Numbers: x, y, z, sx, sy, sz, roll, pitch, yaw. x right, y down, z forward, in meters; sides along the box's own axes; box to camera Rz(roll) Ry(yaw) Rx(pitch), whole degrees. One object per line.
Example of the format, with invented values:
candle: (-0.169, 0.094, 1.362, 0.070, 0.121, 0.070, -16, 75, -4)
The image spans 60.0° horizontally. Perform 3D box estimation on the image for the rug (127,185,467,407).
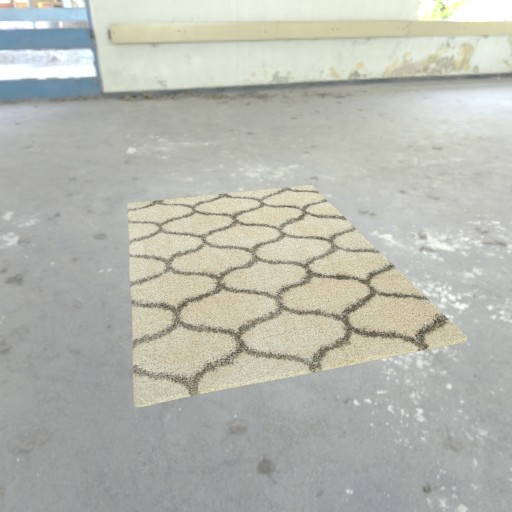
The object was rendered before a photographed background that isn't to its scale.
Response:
rug: (0.000, 0.000, 2.167, 1.200, 0.025, 1.600, -8, 31, -13)
